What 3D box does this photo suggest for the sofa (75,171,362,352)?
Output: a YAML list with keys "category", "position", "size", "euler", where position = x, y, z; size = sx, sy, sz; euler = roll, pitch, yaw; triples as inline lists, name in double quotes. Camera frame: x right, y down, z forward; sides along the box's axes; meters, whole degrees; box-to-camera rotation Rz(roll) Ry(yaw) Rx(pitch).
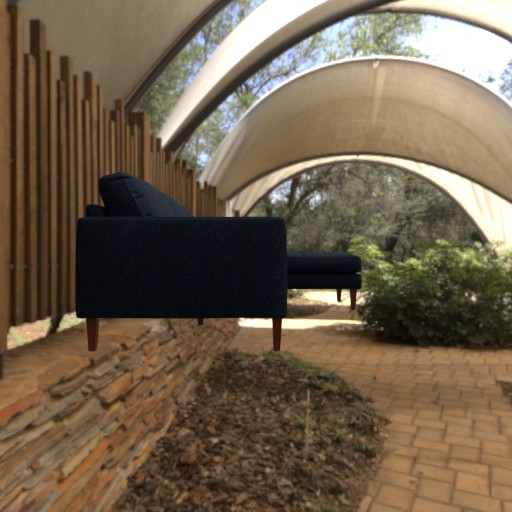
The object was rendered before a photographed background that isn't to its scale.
- category: "sofa"
  position: [0.000, 0.000, 3.026]
  size: [1.613, 0.841, 2.185]
  euler: [0, 1, -1]
